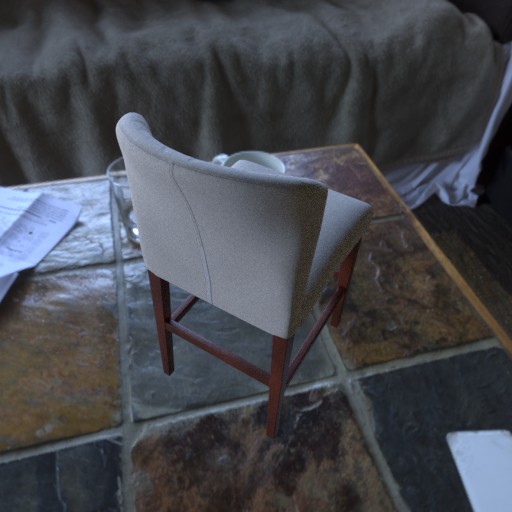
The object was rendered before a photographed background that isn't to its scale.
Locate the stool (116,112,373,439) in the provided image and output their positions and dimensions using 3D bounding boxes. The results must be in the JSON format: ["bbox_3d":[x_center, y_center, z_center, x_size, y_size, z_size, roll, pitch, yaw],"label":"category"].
[{"bbox_3d":[0.000,0.000,1.267,0.479,0.968,0.568,24,51,21],"label":"stool"}]
